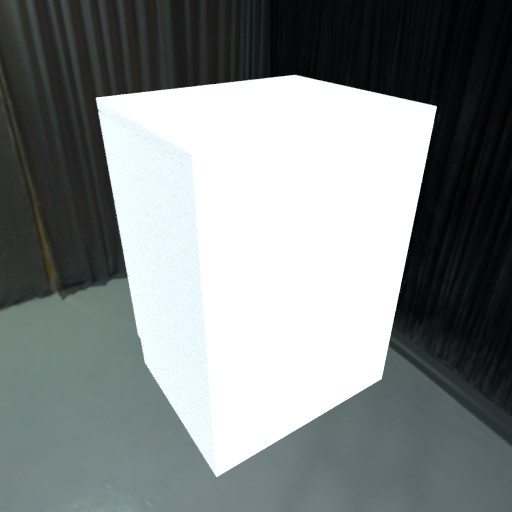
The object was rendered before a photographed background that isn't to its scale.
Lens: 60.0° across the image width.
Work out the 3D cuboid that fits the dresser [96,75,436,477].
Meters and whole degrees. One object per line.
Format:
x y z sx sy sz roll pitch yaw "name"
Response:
0.000 0.000 0.829 0.400 0.560 0.360 -19 36 -28 "dresser"
